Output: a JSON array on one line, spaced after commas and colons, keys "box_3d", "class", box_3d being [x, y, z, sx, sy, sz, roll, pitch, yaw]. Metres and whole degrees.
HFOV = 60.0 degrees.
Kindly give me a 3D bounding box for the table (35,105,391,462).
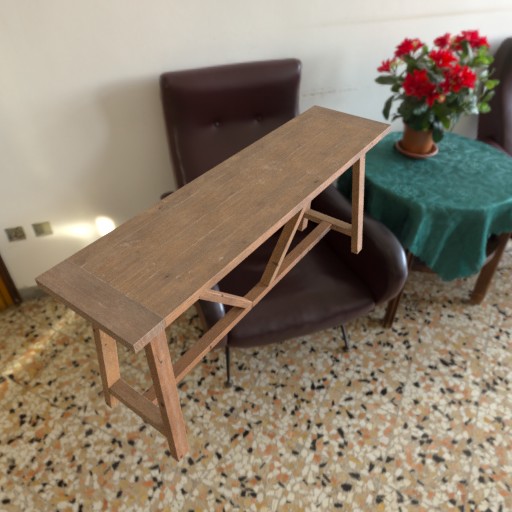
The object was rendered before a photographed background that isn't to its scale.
[{"box_3d": [0.000, 0.000, 2.145, 0.465, 0.810, 1.800, 25, 46, 27], "class": "table"}]
